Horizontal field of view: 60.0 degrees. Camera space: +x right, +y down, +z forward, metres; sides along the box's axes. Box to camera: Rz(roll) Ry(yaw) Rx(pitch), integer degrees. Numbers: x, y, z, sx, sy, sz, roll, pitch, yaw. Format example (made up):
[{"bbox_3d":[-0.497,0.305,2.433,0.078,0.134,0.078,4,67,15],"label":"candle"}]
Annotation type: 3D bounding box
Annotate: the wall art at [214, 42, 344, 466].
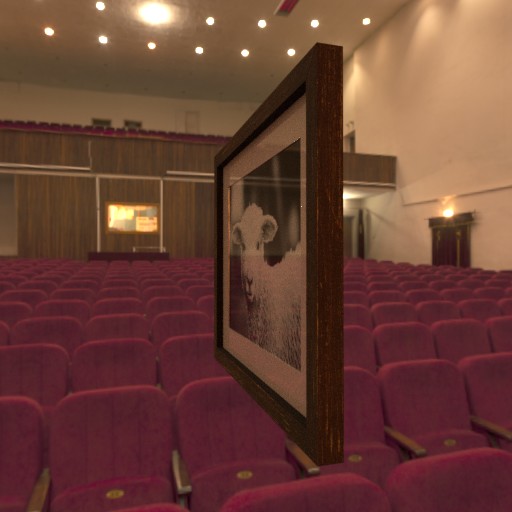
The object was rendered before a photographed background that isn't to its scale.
[{"bbox_3d":[0.000,0.000,0.749,0.032,0.457,0.558,0,-1,-17],"label":"wall art"}]
